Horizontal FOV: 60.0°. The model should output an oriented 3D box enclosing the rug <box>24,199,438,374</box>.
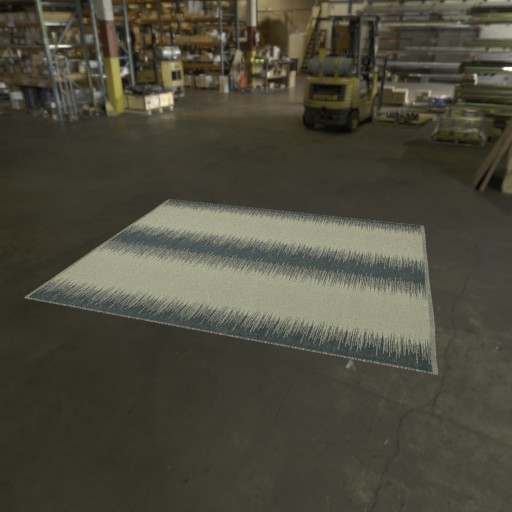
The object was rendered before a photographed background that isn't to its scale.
[{"bbox_3d":[0.000,0.000,4.099,3.037,0.004,2.453,8,27,15],"label":"rug"}]
